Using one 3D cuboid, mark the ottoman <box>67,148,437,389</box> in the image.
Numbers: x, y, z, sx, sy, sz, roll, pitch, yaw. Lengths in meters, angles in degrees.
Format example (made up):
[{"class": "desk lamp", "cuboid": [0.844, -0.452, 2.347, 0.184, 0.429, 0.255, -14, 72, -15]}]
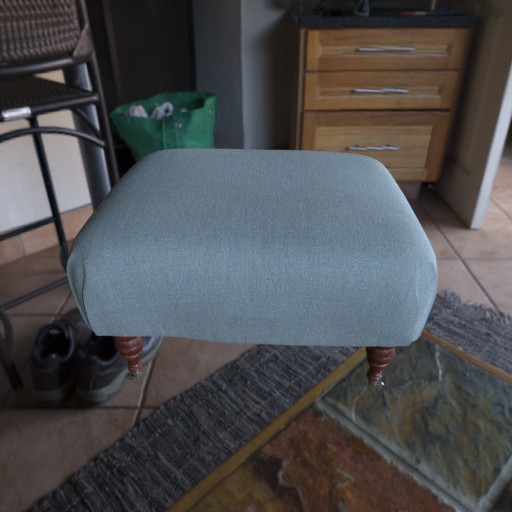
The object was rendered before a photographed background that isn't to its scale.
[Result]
[{"class": "ottoman", "cuboid": [0.000, 0.000, 1.148, 0.747, 0.450, 0.622, 1, 31, 2]}]
